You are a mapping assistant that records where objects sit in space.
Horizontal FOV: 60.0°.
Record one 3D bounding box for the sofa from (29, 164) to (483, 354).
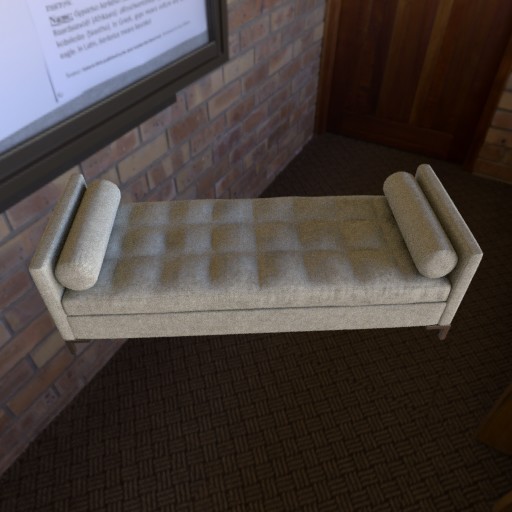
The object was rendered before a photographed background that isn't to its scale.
[{"bbox_3d":[0.000,0.000,2.500,2.102,0.657,0.797,-2,44,-2],"label":"sofa"}]
